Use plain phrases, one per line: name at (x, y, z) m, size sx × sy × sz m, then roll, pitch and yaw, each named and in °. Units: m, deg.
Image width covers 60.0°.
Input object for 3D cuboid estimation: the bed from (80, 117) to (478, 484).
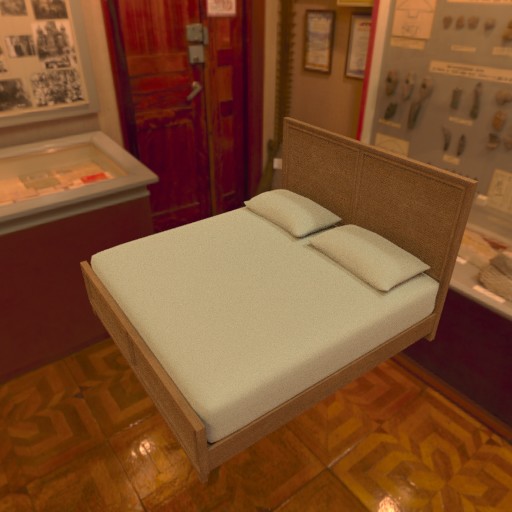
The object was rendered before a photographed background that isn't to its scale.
bed at (0.000, 0.000, 3.451) m, size 2.184 × 1.387 × 2.003 m, roll -21°, pitch 37°, yaw -29°
